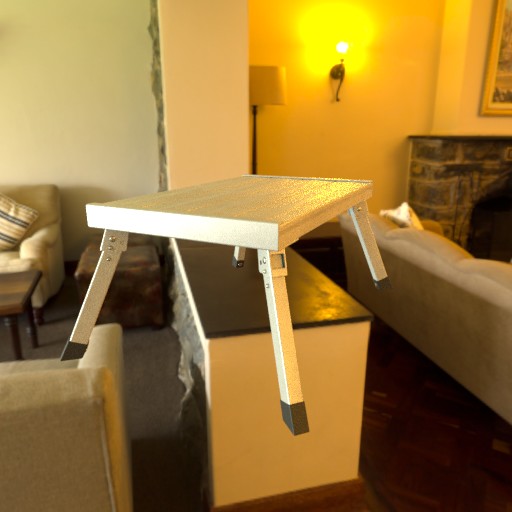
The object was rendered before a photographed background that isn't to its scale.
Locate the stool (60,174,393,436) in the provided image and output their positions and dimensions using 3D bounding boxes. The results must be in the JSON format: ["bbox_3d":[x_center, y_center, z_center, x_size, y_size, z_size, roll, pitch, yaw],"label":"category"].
[{"bbox_3d":[0.000,0.000,0.757,0.385,0.225,0.535,8,18,25],"label":"stool"}]
